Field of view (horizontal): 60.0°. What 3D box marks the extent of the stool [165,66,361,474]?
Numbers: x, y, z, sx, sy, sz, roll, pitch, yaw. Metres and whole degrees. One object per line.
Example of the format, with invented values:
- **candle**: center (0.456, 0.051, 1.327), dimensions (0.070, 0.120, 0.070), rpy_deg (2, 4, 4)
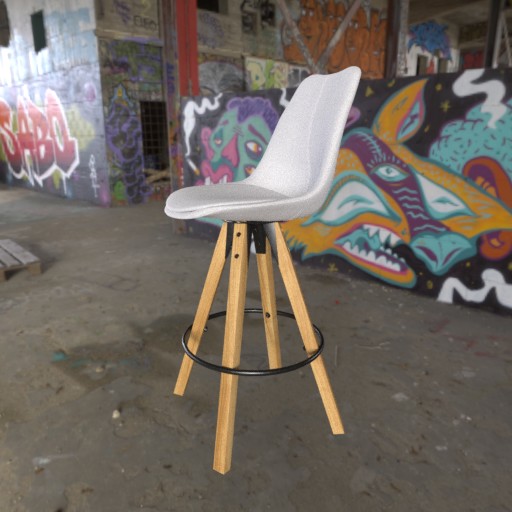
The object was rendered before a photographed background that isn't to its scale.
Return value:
- **stool**: center (0.000, 0.000, 1.398), dimensions (0.550, 1.115, 0.484), rpy_deg (-7, 17, -24)
